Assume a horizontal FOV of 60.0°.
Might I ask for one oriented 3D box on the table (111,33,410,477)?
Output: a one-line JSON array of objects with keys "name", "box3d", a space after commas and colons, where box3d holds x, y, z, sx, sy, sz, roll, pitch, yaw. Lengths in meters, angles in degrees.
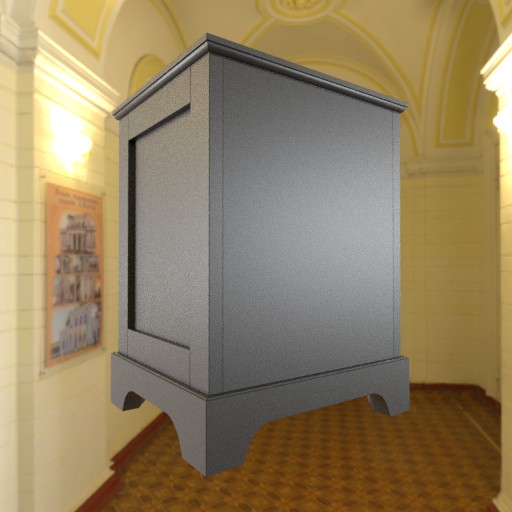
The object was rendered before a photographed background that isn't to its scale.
[{"name": "table", "box3d": [0.000, 0.000, 0.903, 0.460, 0.610, 0.399, 1, -1, -36]}]
